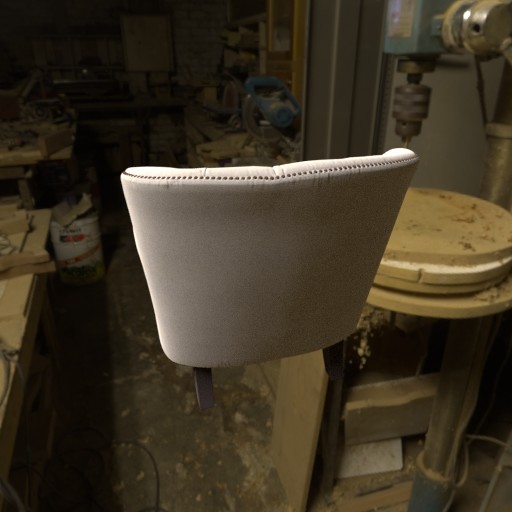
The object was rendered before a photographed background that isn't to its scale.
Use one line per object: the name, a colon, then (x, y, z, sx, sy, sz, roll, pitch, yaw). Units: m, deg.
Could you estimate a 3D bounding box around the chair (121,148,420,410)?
chair: (0.000, 0.000, 1.582, 0.848, 0.868, 0.906, -8, 27, -15)
